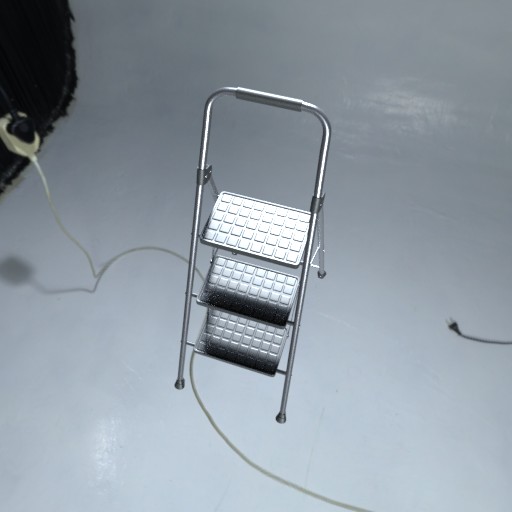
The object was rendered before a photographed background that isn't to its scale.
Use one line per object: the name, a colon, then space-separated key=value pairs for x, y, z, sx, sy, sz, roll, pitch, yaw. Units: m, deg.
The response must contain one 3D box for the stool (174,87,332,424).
stool: x=0.000 y=0.000 z=1.486 sx=0.473 sy=1.121 sz=0.733 roll=15 pitch=58 yaw=10
